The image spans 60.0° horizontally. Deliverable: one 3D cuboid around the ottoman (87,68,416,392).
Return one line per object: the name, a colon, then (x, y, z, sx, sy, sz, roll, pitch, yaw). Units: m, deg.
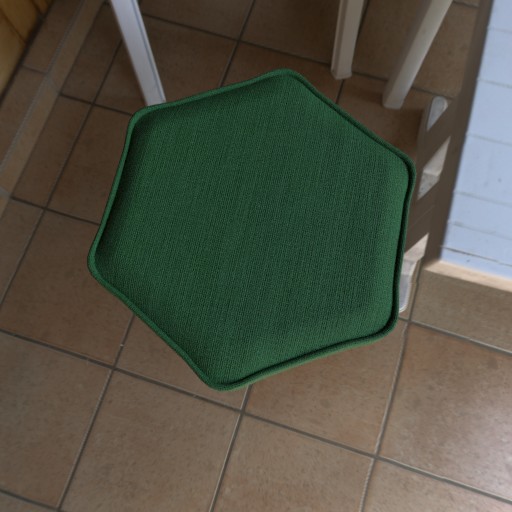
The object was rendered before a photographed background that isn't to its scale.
ottoman: (0.000, 0.000, 0.865, 0.444, 0.507, 0.499, 11, 76, 3)
